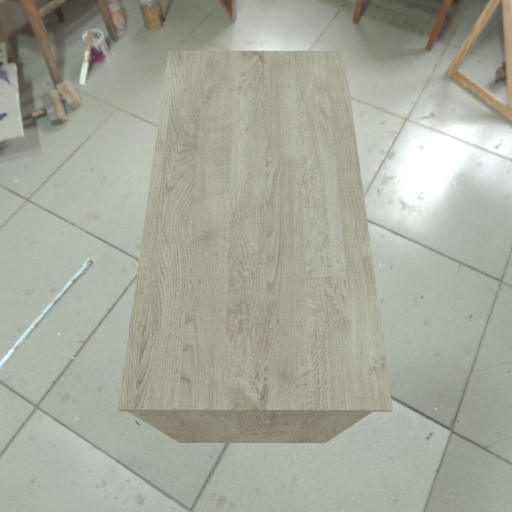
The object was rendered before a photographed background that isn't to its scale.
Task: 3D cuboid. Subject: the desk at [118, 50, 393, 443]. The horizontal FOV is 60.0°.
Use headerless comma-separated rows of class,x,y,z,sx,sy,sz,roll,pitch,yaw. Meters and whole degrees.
desk,0.000,0.000,1.480,0.560,0.730,1.096,0,62,0
